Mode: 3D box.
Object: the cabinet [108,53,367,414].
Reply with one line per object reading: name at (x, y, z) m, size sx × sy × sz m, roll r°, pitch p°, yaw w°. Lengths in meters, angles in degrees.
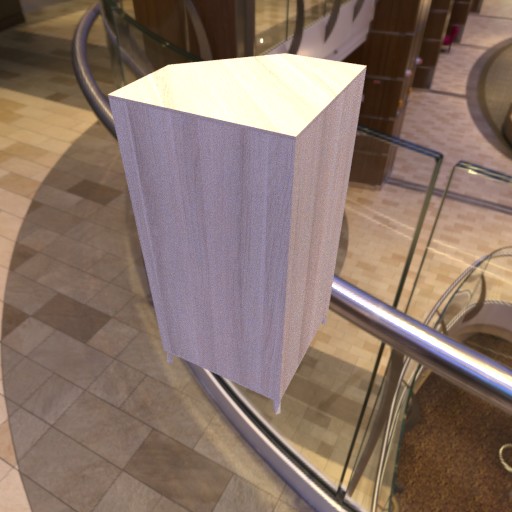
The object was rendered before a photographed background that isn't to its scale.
cabinet at (0.000, 0.000, 2.625) m, size 1.272 × 1.957 × 0.969 m, roll -12°, pitch 42°, yaw -13°
